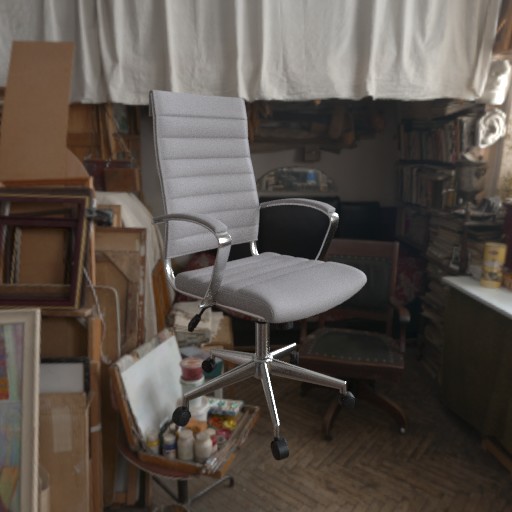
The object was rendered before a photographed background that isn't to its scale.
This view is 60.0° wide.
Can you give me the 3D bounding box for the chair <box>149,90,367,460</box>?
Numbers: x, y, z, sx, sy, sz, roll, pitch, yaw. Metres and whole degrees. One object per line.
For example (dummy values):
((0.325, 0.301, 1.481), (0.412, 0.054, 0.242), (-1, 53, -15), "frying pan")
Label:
((0.000, 0.000, 1.607), (0.679, 1.149, 0.667), (-14, 20, -43), "chair")
